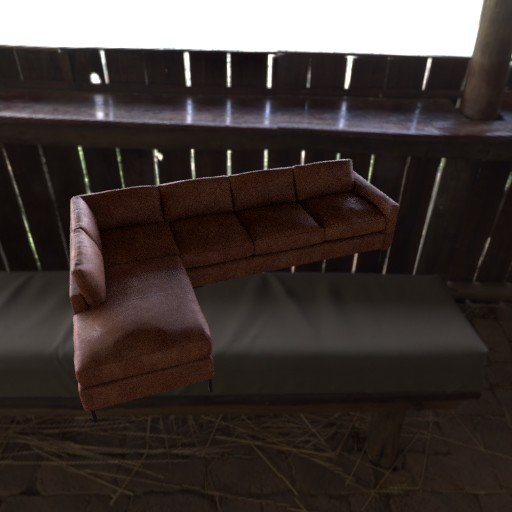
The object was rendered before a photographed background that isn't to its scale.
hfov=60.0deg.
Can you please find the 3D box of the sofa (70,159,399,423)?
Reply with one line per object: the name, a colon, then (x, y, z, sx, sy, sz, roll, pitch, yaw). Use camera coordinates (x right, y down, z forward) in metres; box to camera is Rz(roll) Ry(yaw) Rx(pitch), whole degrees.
sofa: (0.000, 0.000, 3.836, 2.984, 0.877, 1.938, -11, 35, -16)
